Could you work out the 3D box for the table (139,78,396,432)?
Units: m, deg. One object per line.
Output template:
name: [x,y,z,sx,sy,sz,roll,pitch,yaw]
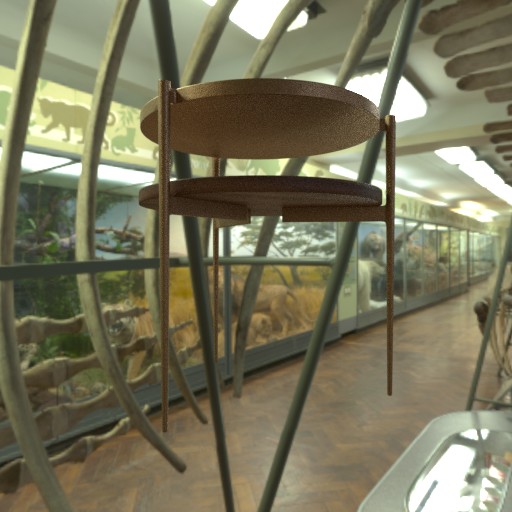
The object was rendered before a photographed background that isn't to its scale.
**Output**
table: [0.000,0.000,0.801,0.430,0.493,0.456,0,1,36]
